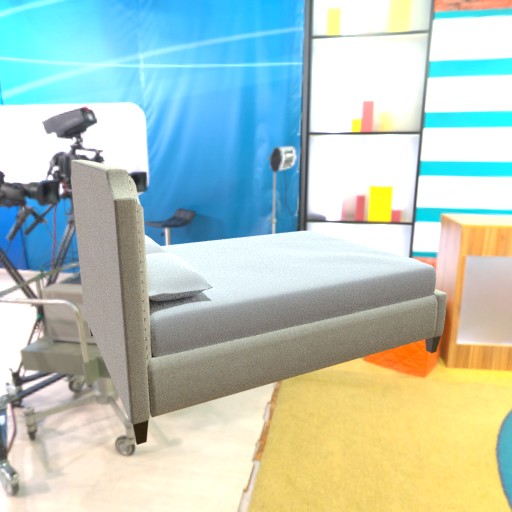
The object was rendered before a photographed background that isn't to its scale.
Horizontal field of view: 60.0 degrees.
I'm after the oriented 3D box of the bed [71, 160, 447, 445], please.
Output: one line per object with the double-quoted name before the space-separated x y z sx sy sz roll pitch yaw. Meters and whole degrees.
"bed" 0.000 0.000 3.432 2.381 1.457 1.713 -8 16 -27
